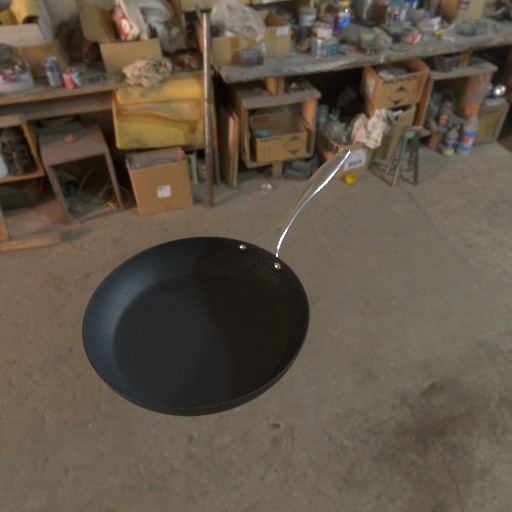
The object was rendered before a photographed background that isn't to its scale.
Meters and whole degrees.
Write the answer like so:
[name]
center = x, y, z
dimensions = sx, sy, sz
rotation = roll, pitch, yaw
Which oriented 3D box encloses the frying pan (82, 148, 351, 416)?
[frying pan]
center = 0.000, 0.000, 0.571
dimensions = 0.255, 0.105, 0.472
rotation = 27, 48, 27
